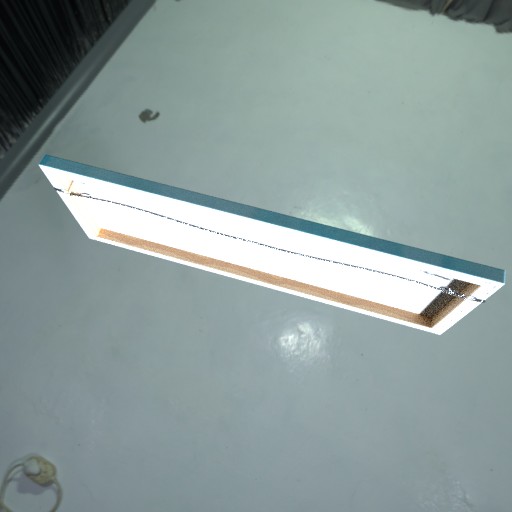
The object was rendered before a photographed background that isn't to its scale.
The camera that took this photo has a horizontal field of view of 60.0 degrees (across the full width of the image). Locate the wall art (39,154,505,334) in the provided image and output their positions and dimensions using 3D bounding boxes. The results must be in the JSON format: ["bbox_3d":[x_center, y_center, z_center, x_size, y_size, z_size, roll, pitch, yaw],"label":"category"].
[{"bbox_3d":[0.000,0.000,0.804,0.759,0.254,0.044,15,64,7],"label":"wall art"}]
